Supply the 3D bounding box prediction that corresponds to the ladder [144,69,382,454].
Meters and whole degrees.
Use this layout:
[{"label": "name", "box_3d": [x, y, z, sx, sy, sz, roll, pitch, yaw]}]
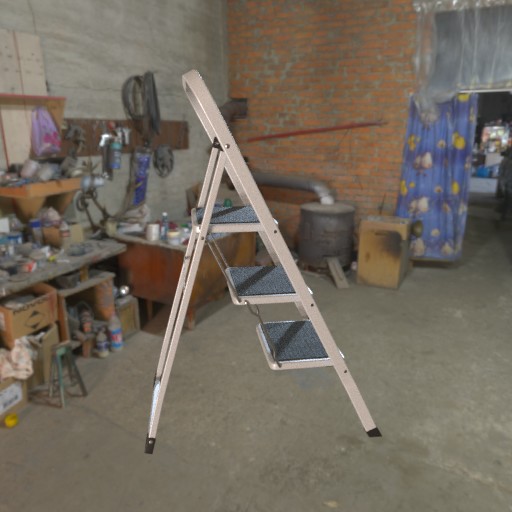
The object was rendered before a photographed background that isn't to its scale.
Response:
[{"label": "ladder", "box_3d": [0.000, 0.000, 1.384, 0.711, 1.050, 0.460, -2, 15, -8]}]
